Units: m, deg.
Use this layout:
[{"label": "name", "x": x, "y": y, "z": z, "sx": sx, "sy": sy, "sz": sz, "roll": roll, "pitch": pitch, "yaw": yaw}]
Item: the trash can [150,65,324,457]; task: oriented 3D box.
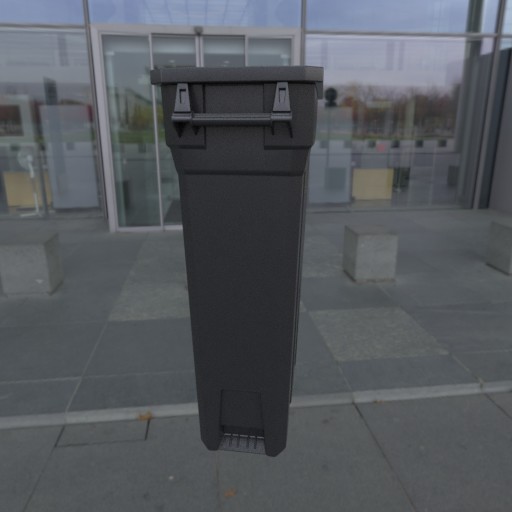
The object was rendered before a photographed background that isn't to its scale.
[{"label": "trash can", "x": 0.000, "y": 0.000, "z": 1.041, "sx": 0.281, "sy": 0.762, "sz": 0.559, "roll": 2, "pitch": 17, "yaw": 8}]
